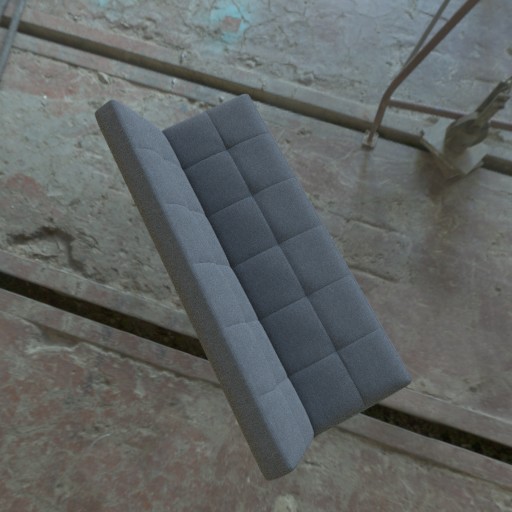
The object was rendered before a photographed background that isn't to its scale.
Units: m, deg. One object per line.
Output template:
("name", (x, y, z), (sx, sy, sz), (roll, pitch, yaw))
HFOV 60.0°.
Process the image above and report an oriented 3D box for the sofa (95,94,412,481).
("sofa", (0.000, 0.000, 2.256), (0.820, 0.770, 1.820), (-26, 77, -7))
